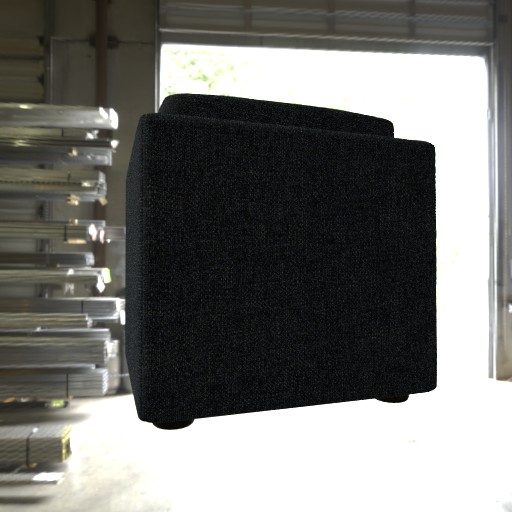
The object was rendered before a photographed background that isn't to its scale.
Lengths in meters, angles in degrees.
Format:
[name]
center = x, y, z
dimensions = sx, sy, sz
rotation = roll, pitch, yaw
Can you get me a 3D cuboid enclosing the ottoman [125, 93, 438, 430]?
[ottoman]
center = 0.000, 0.000, 0.819
dimensions = 0.450, 0.460, 0.450
rotation = 0, -1, -18
